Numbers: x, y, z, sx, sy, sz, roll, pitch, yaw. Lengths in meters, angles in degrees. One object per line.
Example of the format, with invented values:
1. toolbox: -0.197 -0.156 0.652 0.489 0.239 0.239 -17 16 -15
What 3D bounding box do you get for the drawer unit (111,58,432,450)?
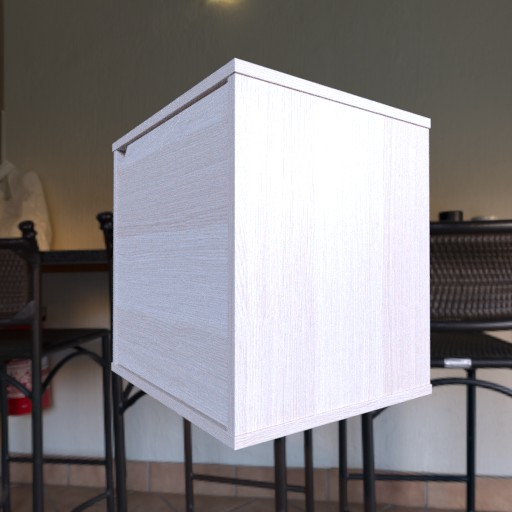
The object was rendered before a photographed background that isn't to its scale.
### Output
1. drawer unit: 0.000 0.000 0.613 0.290 0.344 0.349 1 -1 -35
